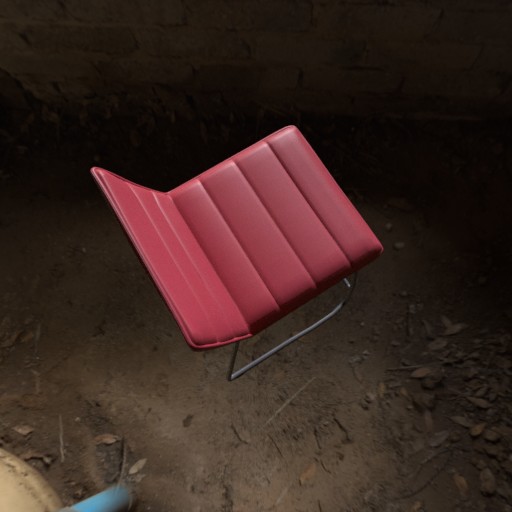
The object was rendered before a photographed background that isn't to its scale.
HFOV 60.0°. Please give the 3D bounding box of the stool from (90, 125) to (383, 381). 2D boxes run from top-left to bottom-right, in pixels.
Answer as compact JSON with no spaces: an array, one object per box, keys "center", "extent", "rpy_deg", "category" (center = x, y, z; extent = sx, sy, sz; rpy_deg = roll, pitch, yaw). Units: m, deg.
[{"center":[0.000,0.000,1.235],"extent":[0.524,0.937,0.489],"rpy_deg":[-31,77,-8],"category":"stool"}]
